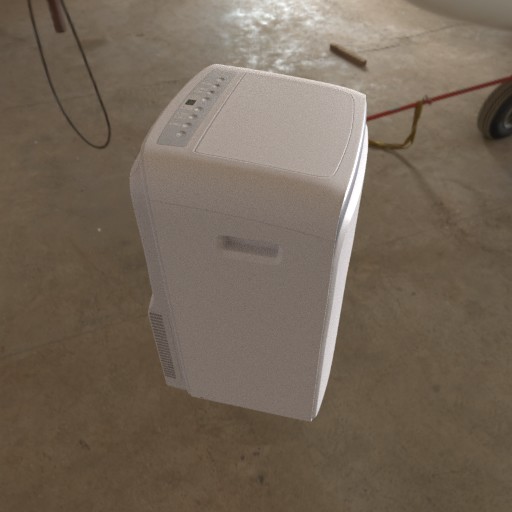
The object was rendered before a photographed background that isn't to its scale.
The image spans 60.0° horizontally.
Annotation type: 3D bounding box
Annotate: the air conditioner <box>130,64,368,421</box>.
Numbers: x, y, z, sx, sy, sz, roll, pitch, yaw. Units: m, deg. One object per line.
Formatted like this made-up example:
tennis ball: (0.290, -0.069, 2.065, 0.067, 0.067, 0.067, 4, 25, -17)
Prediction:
air conditioner: (0.000, 0.000, 1.083, 0.467, 0.765, 0.478, 11, 47, 10)
